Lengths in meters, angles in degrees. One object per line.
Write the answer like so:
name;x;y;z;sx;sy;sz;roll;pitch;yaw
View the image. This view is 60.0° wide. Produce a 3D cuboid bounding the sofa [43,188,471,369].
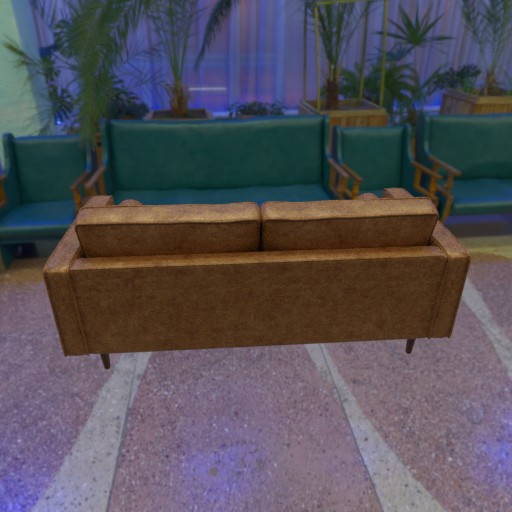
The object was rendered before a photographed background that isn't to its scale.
sofa;0.000;0.000;2.421;1.920;0.825;0.924;-2;29;-4
